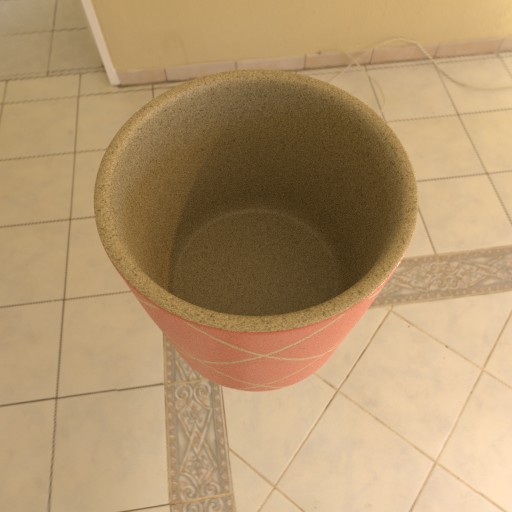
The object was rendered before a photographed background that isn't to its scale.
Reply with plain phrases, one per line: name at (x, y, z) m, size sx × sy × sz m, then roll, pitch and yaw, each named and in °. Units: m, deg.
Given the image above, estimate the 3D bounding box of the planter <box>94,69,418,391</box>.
planter at (0.000, 0.000, 0.416) m, size 0.227 × 0.235 × 0.227 m, roll 0°, pitch 62°, yaw 0°
